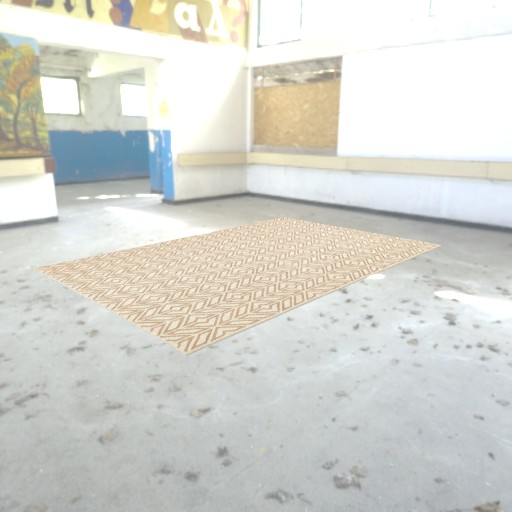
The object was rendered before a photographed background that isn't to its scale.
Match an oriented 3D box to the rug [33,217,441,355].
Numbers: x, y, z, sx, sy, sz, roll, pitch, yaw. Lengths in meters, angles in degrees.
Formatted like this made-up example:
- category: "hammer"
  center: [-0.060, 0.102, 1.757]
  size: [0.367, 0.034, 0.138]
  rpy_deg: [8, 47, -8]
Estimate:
- category: "rug"
  center: [0.000, 0.000, 2.356]
  size: [1.220, 0.007, 1.828]
  rpy_deg: [15, 22, 42]
